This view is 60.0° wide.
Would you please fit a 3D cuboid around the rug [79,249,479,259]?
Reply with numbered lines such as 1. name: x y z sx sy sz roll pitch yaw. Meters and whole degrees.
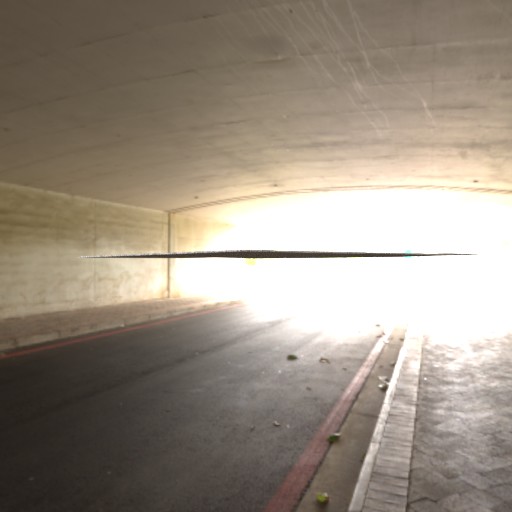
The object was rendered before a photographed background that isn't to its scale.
1. rug: 0.000 0.000 4.173 2.430 0.030 3.054 1 -1 -36
